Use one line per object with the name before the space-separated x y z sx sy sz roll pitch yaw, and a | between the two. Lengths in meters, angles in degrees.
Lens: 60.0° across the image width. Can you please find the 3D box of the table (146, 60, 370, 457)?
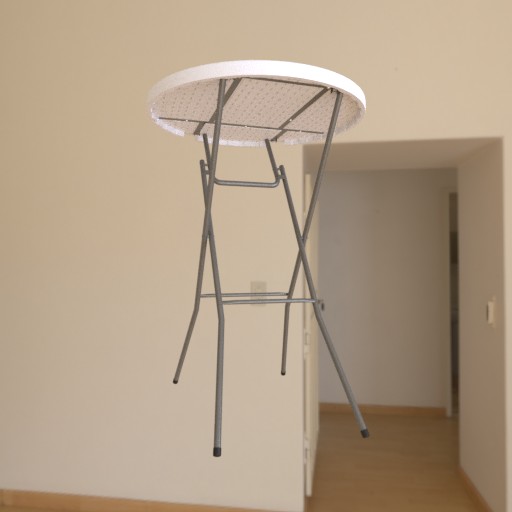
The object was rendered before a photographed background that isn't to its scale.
table | 0.000 0.000 1.644 0.792 1.105 0.795 0 -1 -17
